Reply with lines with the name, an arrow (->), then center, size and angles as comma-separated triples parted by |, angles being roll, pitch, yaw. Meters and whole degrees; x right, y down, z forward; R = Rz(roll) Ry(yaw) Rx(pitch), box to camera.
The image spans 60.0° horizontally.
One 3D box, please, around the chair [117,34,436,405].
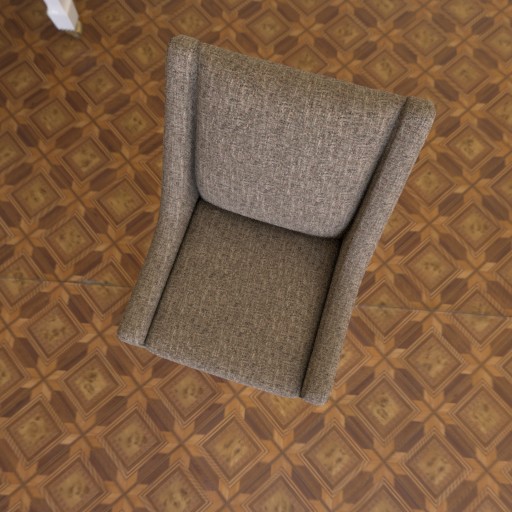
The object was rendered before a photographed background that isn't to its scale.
chair -> 0.000, 0.000, 1.574 | 0.774, 1.014, 0.870 | 17, 76, 4
